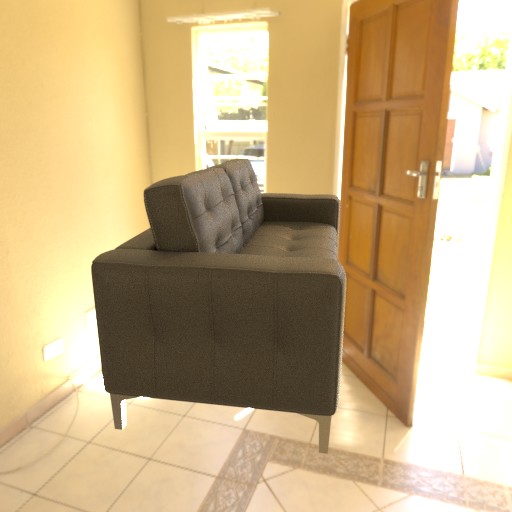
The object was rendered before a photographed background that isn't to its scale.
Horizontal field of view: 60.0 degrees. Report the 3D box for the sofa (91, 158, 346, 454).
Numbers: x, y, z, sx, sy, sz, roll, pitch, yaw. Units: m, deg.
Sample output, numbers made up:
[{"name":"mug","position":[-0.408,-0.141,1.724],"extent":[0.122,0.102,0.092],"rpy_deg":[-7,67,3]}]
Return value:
[{"name":"sofa","position":[0.000,0.000,2.217],"extent":[0.833,0.892,1.726],"rpy_deg":[3,16,9]}]
